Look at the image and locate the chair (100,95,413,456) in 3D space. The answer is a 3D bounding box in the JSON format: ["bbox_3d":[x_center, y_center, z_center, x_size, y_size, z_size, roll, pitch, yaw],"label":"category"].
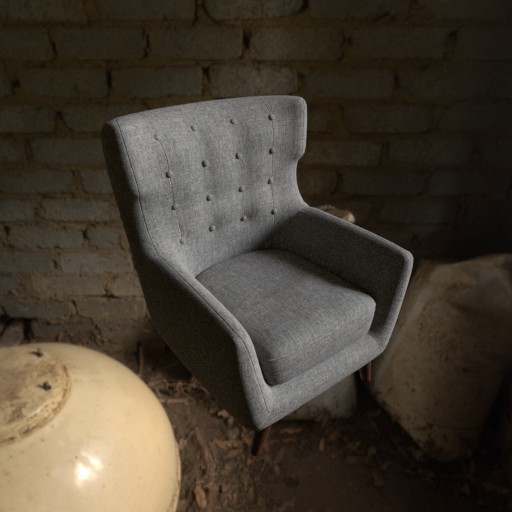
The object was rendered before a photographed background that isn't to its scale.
[{"bbox_3d":[0.000,0.000,1.763,0.878,1.063,0.904,-21,36,-32],"label":"chair"}]
